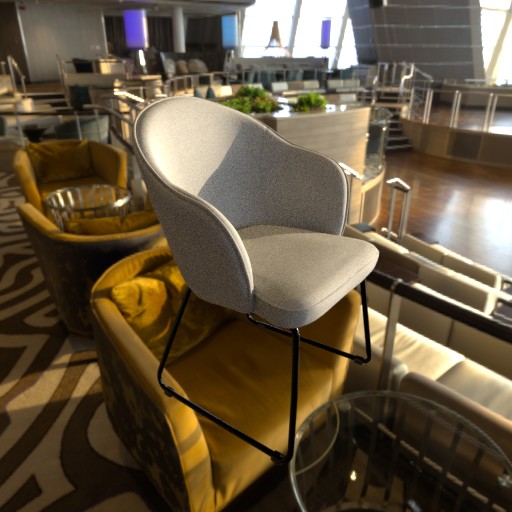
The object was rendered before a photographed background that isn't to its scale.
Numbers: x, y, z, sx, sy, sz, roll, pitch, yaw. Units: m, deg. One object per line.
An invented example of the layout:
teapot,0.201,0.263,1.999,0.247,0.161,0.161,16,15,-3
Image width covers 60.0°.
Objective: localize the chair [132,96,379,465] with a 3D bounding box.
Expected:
chair,0.000,0.000,1.248,0.592,0.817,0.570,17,30,32
